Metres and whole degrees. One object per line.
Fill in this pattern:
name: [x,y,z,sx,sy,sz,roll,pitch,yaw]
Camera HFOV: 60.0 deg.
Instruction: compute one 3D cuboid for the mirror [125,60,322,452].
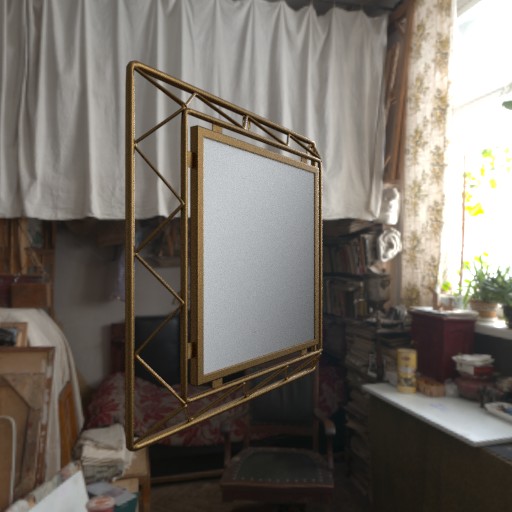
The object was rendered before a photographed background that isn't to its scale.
mirror: [0.000,0.000,0.619,0.046,0.414,0.416,0,0,35]
